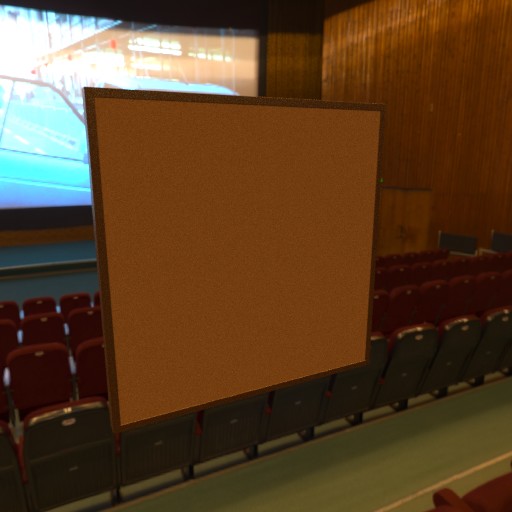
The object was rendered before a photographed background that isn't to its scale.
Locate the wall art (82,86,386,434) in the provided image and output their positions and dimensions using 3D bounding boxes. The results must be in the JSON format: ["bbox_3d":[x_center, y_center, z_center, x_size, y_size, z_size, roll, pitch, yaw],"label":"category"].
[{"bbox_3d":[0.000,0.000,1.126,0.762,0.762,0.038,-7,15,-26],"label":"wall art"}]
